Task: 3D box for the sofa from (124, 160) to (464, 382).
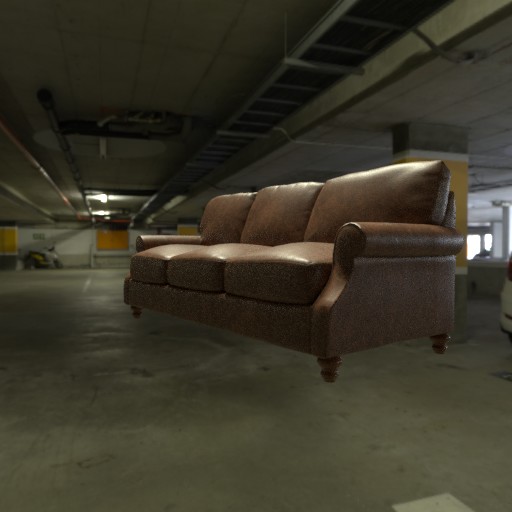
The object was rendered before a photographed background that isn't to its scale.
[{"bbox_3d":[0.000,0.000,2.847,0.973,0.977,2.351,-1,1,-37],"label":"sofa"}]
